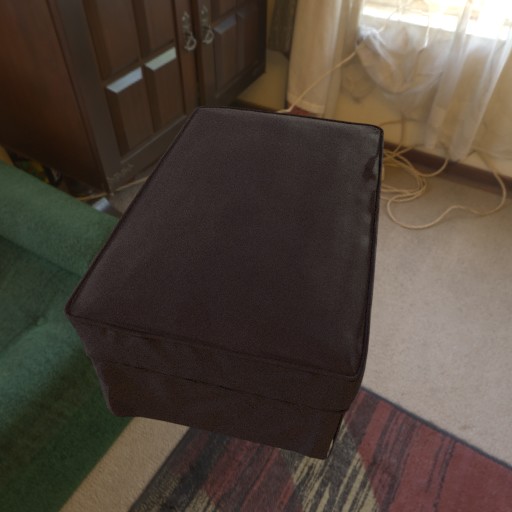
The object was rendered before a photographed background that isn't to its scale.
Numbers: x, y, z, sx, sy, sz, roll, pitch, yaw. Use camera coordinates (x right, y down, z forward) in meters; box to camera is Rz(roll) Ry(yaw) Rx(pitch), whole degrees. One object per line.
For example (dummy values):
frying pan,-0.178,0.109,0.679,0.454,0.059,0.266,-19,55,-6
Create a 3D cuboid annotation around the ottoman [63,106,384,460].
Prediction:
ottoman,0.000,0.000,1.291,0.637,0.503,0.938,10,48,9
